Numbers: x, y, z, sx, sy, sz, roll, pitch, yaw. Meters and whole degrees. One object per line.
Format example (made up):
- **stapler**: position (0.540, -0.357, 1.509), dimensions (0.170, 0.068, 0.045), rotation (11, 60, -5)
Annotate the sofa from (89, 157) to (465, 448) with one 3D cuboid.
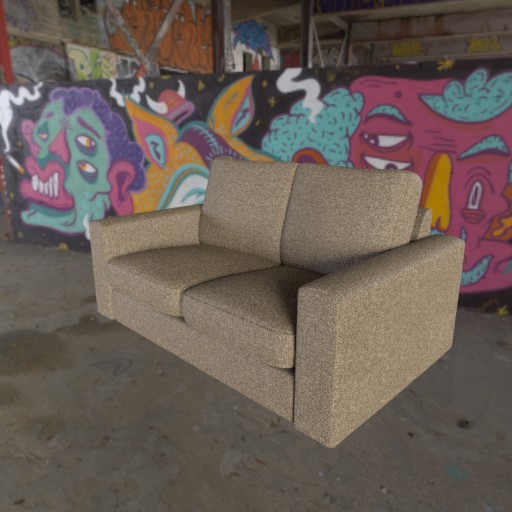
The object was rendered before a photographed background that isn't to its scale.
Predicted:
- **sofa**: position (0.000, 0.000, 2.184), dimensions (1.616, 0.873, 1.016), rotation (15, 22, 42)
